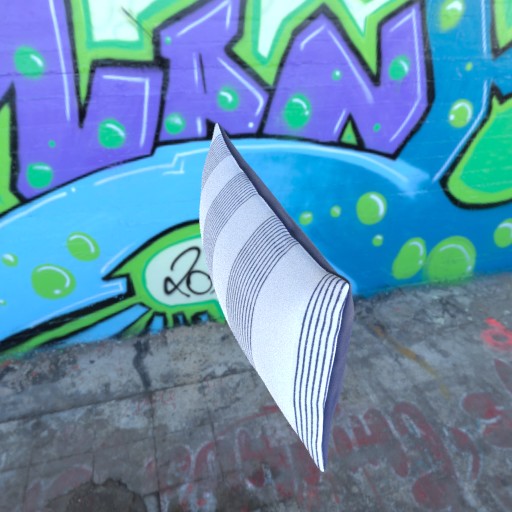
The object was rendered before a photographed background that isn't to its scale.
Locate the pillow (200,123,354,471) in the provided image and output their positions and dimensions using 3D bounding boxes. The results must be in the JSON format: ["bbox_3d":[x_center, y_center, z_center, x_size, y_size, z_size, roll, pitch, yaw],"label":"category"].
[{"bbox_3d":[0.000,0.000,0.732,0.151,0.287,0.610,-8,32,-14],"label":"pillow"}]
